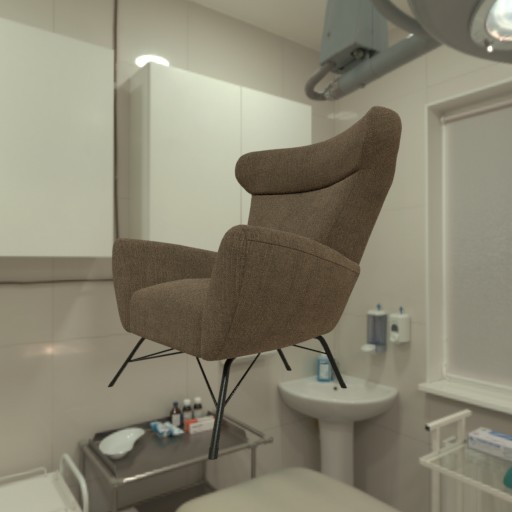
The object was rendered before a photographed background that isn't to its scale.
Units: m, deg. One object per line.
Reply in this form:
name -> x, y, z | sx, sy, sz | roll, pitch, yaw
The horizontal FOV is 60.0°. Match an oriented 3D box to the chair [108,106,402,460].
chair -> 0.000, 0.000, 1.723 | 0.900, 1.040, 0.980 | 0, -1, -36
